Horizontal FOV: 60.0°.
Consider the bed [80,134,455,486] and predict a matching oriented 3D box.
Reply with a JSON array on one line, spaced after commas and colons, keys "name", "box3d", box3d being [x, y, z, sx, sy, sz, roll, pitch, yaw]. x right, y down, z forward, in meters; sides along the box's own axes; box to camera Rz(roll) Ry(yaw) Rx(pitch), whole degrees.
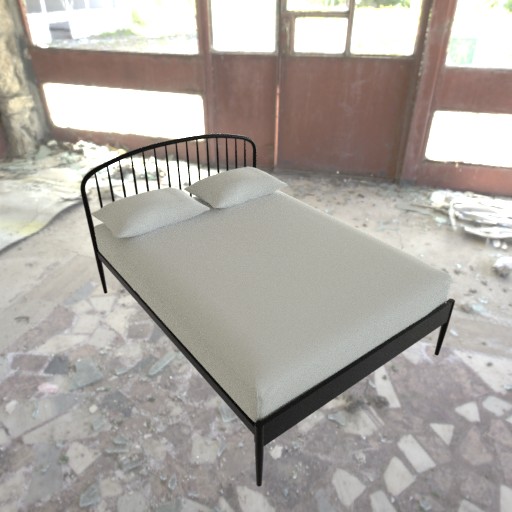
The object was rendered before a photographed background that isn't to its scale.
[{"name": "bed", "box3d": [0.000, 0.000, 3.121, 1.618, 1.166, 2.159, -21, 37, -31]}]
